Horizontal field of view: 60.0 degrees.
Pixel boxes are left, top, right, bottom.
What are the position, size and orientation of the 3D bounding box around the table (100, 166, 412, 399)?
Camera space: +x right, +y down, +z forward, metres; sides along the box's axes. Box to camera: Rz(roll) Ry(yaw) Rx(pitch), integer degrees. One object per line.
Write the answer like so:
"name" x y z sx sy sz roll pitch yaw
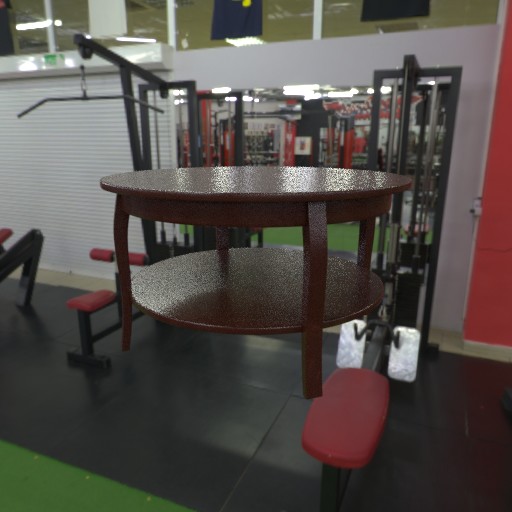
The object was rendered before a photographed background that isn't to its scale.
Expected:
"table" 0.000 0.000 1.428 0.911 0.512 0.911 0 15 0
